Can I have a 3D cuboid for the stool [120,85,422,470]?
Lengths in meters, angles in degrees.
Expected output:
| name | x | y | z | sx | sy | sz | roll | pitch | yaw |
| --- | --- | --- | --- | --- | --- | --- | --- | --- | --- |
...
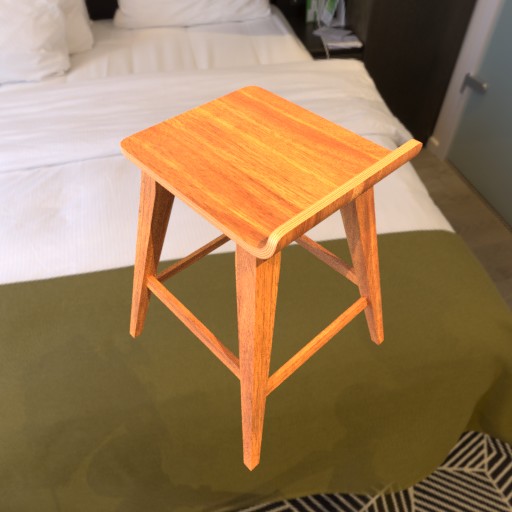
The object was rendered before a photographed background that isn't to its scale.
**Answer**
| name | x | y | z | sx | sy | sz | roll | pitch | yaw |
| --- | --- | --- | --- | --- | --- | --- | --- | --- | --- |
| stool | 0.000 | 0.000 | 0.998 | 0.500 | 0.650 | 0.500 | -34 | 55 | -28 |
